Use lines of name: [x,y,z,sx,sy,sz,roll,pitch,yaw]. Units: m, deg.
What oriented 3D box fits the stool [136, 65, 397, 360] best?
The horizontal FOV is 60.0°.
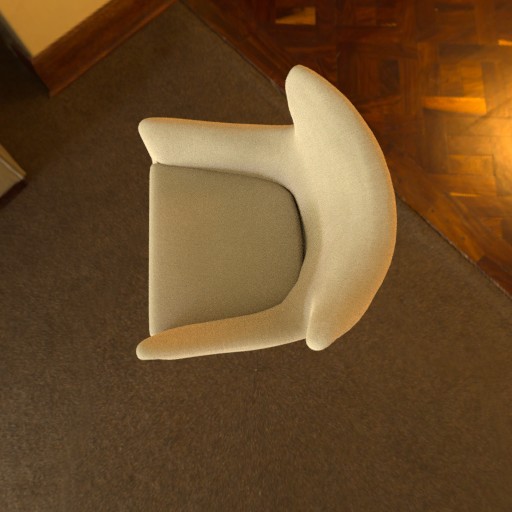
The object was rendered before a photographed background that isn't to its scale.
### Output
stool: [0.000,0.000,1.326,0.570,0.951,0.601,-3,76,-1]
